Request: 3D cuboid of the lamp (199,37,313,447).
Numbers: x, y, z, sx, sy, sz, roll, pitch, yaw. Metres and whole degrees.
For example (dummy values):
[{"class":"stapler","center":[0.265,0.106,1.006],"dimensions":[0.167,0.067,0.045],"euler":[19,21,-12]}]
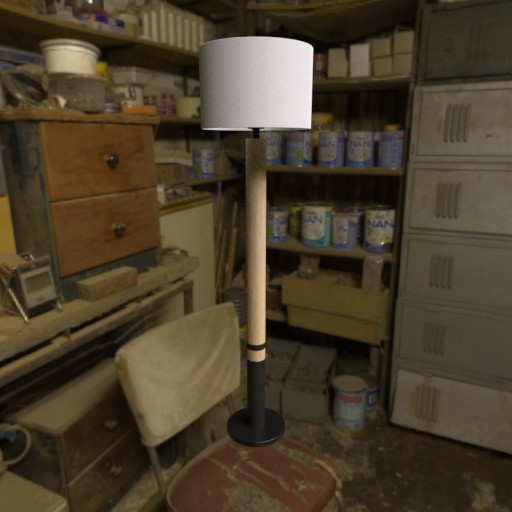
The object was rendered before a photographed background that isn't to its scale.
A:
[{"class":"lamp","center":[0.000,0.000,1.665],"dimensions":[0.381,1.478,0.381],"euler":[8,16,27]}]
